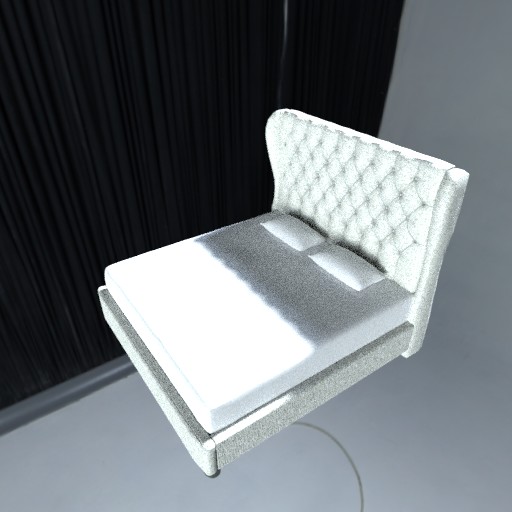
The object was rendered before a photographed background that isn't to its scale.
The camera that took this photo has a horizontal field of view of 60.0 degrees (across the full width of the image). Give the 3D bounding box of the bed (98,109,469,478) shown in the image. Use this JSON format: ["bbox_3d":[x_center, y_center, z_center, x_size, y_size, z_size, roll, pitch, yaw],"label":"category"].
[{"bbox_3d":[0.000,0.000,3.871,2.347,1.771,2.219,-21,38,-29],"label":"bed"}]
